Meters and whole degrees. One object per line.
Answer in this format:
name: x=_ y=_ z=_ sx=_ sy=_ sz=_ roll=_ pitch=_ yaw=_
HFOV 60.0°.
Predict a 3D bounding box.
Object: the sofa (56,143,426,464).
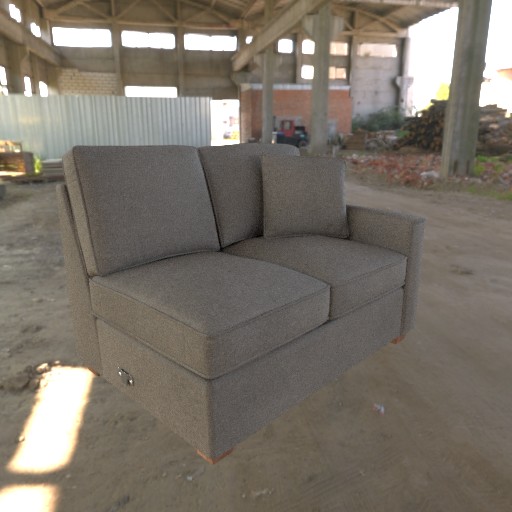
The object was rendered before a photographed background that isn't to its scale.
sofa: x=0.000 y=0.000 z=2.015 sx=0.991 sy=0.989 sz=1.388 roll=15 pitch=21 yaw=43
